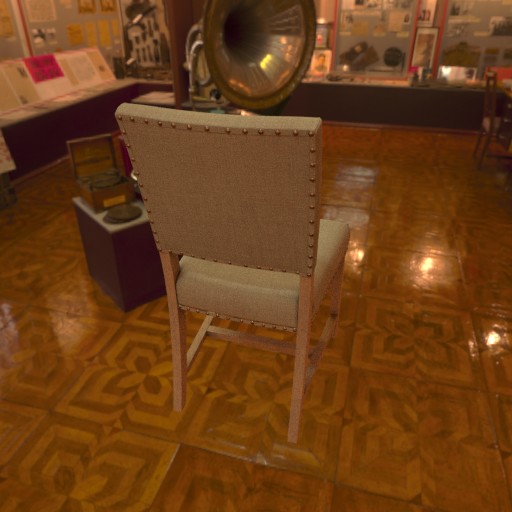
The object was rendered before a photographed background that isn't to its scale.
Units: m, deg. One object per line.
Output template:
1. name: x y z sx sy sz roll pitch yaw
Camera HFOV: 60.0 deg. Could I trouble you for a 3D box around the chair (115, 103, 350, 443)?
1. chair: 0.000 0.000 1.361 0.508 0.986 0.622 9 32 15
